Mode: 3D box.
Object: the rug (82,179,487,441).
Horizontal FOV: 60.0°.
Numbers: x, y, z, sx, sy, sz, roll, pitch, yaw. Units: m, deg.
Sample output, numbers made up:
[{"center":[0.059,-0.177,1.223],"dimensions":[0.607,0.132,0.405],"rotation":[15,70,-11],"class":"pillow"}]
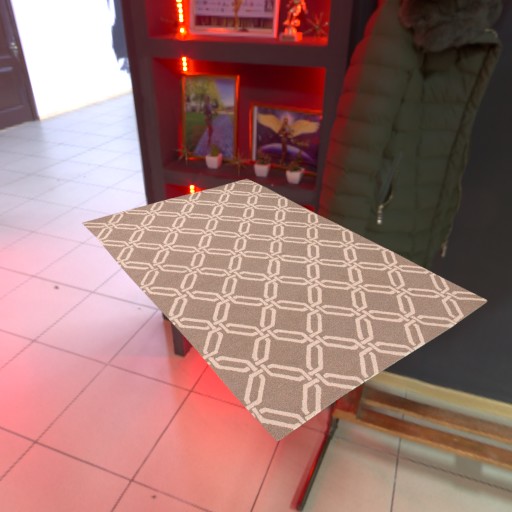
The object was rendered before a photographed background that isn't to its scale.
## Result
[{"center":[0.000,0.000,2.163],"dimensions":[1.142,0.010,1.748],"rotation":[-21,37,-31],"class":"rug"}]
